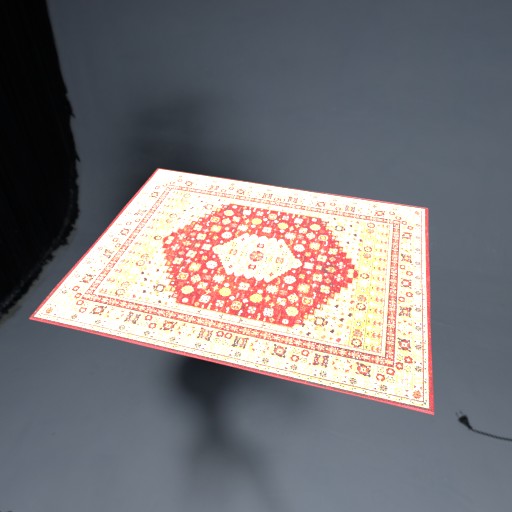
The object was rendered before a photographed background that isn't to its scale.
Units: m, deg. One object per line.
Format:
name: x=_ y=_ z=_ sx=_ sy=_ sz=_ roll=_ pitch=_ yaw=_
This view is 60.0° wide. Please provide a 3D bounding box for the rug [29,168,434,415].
rug: x=0.000 y=0.000 z=4.039 sx=3.053 sy=0.013 sz=2.387 roll=10 pitch=42 yaw=12
